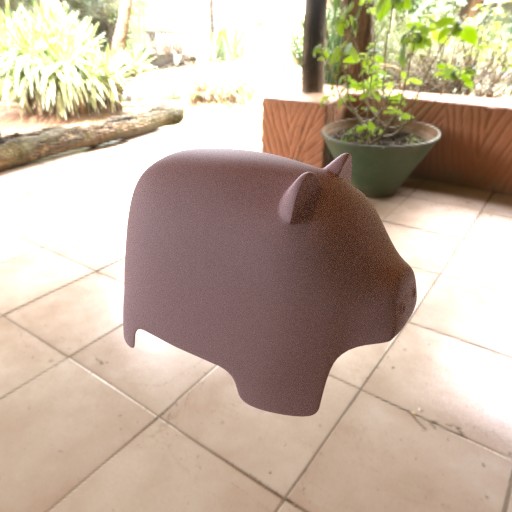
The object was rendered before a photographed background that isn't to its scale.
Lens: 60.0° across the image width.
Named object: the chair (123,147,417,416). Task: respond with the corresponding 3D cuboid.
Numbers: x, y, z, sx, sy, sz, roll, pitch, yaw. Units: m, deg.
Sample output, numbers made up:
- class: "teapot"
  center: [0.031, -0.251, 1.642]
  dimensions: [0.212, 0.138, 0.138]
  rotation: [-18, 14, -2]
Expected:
- class: "chair"
  center: [0.000, 0.000, 0.883]
  dimensions: [0.619, 0.423, 0.364]
  rotation: [17, 32, 30]
